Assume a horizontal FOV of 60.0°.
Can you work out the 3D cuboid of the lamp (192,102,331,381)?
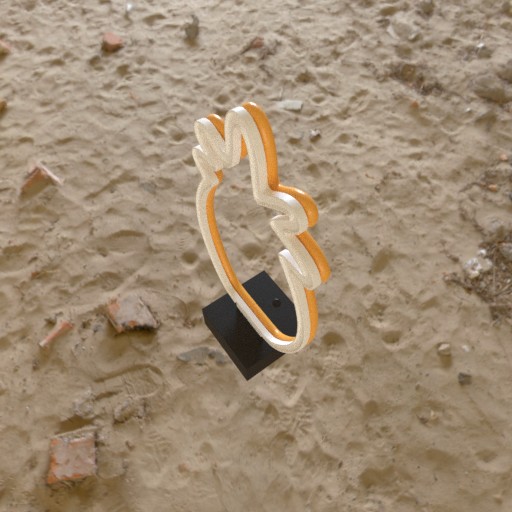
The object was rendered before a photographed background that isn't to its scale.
[{"bbox_3d":[0.000,0.000,0.396,0.088,0.317,0.167,-31,61,-19],"label":"lamp"}]
